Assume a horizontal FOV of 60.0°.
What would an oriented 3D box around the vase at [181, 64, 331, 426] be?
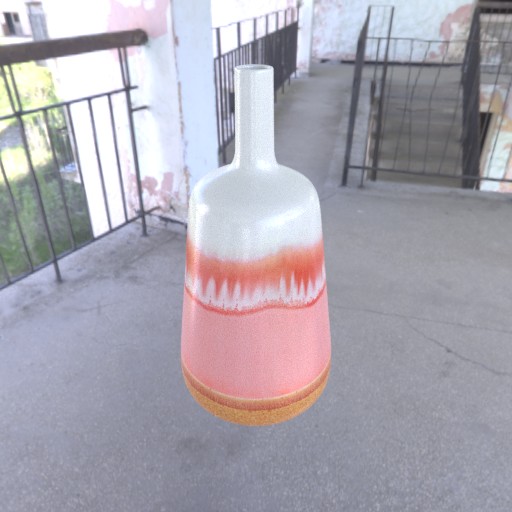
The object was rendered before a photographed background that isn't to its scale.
[{"bbox_3d":[0.000,0.000,0.374,0.144,0.296,0.144,0,31,0],"label":"vase"}]
